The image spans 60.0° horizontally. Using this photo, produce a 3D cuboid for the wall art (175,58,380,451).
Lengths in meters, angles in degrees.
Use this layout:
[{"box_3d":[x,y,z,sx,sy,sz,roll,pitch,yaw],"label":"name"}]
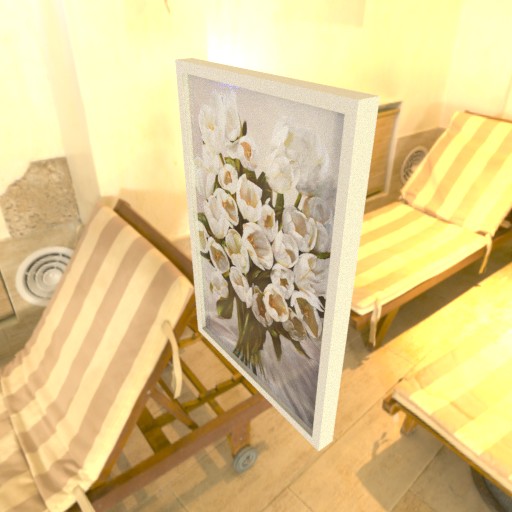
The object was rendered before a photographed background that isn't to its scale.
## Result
[{"box_3d":[0.000,0.000,0.556,0.025,0.428,0.293,-21,37,-31],"label":"wall art"}]
